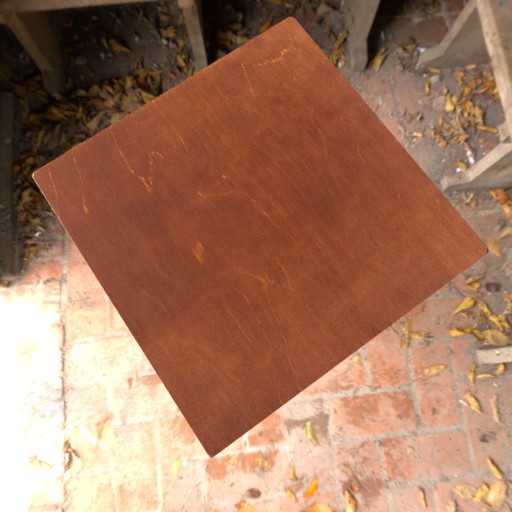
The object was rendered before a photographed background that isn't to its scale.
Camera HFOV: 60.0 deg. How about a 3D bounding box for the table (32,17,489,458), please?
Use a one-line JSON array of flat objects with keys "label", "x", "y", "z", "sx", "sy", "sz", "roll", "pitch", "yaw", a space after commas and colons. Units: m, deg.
[{"label": "table", "x": 0.000, "y": 0.000, "z": 0.827, "sx": 0.427, "sy": 0.520, "sz": 0.427, "roll": -34, "pitch": 80, "yaw": -7}]
